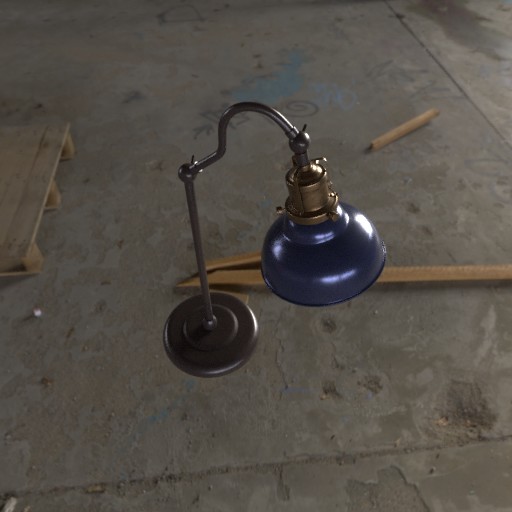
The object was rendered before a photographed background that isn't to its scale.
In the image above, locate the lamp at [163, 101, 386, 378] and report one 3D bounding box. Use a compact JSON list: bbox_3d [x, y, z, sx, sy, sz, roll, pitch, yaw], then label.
[{"bbox_3d":[0.000,0.000,0.682,0.374,0.508,0.192,10,49,9],"label":"lamp"}]
